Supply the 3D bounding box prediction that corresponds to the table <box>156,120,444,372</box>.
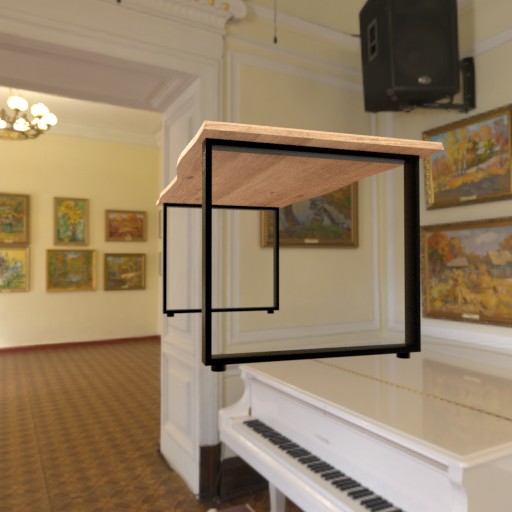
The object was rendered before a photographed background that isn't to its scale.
[{"bbox_3d":[0.000,0.000,2.305,0.900,0.780,1.800,0,-1,-17],"label":"table"}]
